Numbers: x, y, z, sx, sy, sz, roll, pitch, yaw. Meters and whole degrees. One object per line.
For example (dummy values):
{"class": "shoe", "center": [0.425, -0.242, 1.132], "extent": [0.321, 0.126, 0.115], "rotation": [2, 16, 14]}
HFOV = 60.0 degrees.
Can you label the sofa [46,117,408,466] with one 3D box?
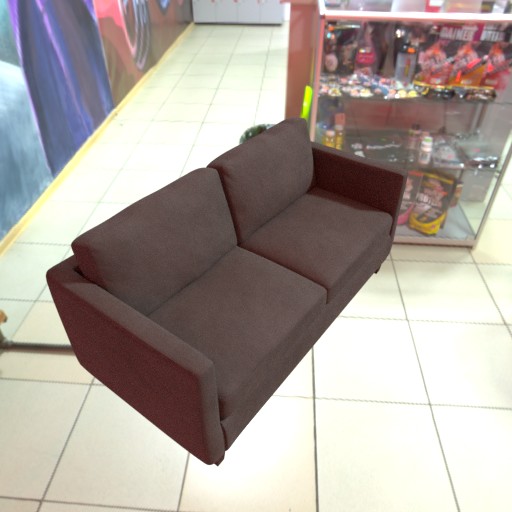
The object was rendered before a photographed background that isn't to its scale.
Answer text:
{"class": "sofa", "center": [0.000, 0.000, 2.453], "extent": [0.950, 0.963, 1.884], "rotation": [25, 45, 28]}
